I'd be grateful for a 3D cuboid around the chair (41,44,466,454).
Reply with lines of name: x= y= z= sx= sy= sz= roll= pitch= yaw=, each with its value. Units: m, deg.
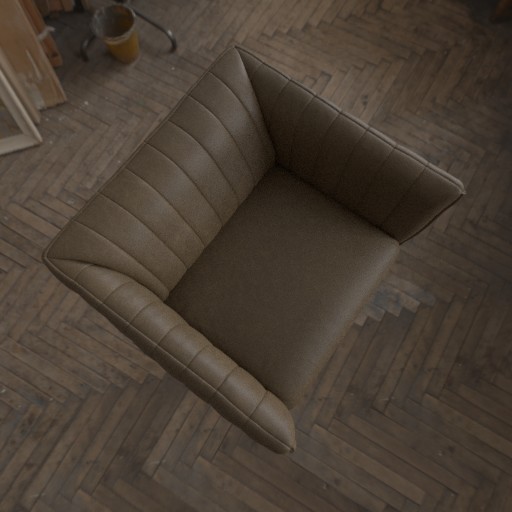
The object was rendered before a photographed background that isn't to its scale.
chair: x=0.000 y=0.000 z=1.615 sx=0.876 sy=0.779 sz=0.981 roll=36 pitch=77 yaw=9
